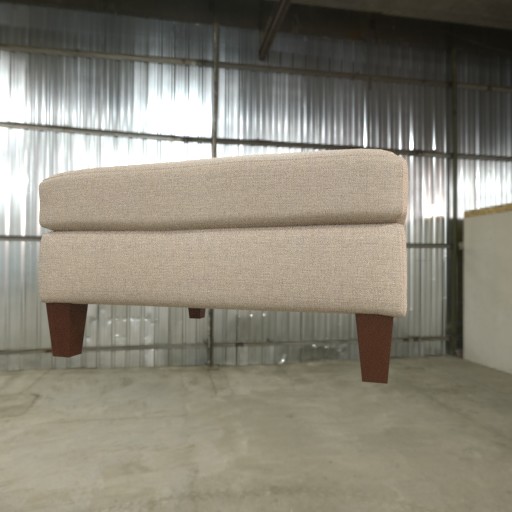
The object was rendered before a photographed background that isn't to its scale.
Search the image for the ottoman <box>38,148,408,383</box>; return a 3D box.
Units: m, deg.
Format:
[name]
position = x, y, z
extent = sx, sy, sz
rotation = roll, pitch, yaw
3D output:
[ottoman]
position = 0.000, 0.000, 1.303
extent = 0.838, 0.481, 0.838
rotation = 0, -1, 18
